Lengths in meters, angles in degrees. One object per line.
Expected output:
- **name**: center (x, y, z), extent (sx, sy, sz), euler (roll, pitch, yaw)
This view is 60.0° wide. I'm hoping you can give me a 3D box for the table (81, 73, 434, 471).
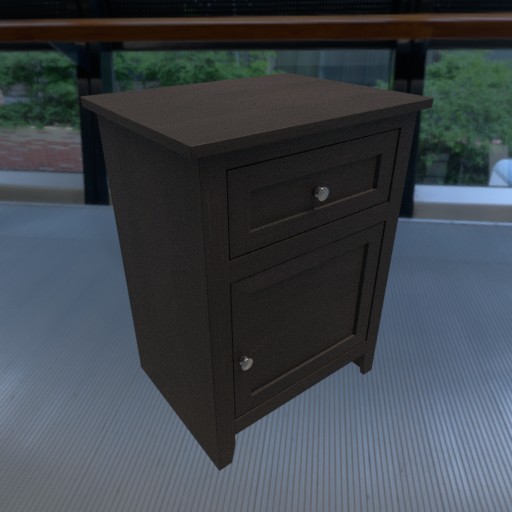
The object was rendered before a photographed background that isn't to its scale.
- **table**: center (0.000, 0.000, 0.926), extent (0.480, 0.635, 0.381), euler (-21, 36, -32)
